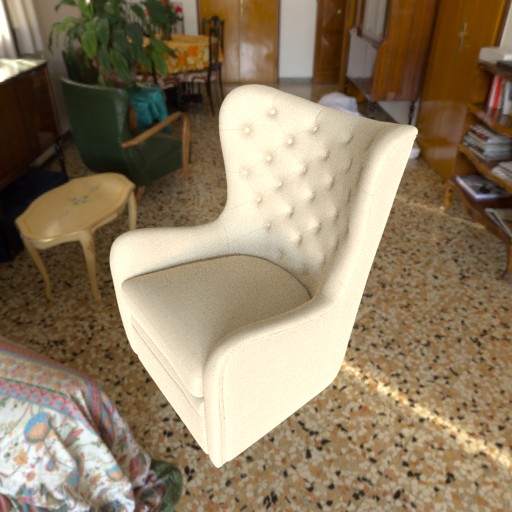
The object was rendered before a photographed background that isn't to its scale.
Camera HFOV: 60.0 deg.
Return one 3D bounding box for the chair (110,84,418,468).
[{"bbox_3d":[0.000,0.000,1.712,0.929,1.079,0.831,-22,38,-30],"label":"chair"}]
